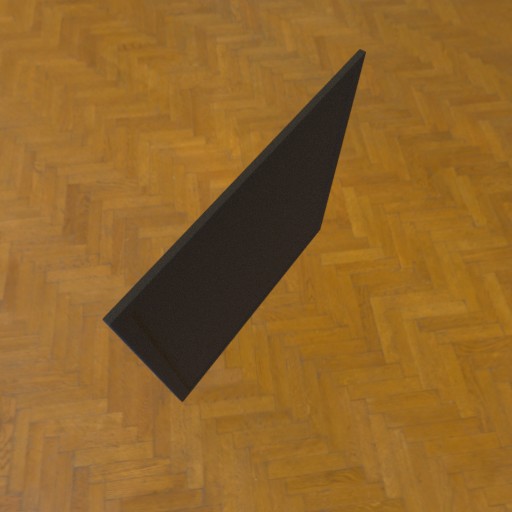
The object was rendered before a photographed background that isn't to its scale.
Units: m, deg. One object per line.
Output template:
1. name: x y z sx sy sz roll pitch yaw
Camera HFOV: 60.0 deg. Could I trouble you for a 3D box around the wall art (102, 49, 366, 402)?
1. wall art: 0.000 0.000 0.849 0.012 0.558 0.562 34 68 16
